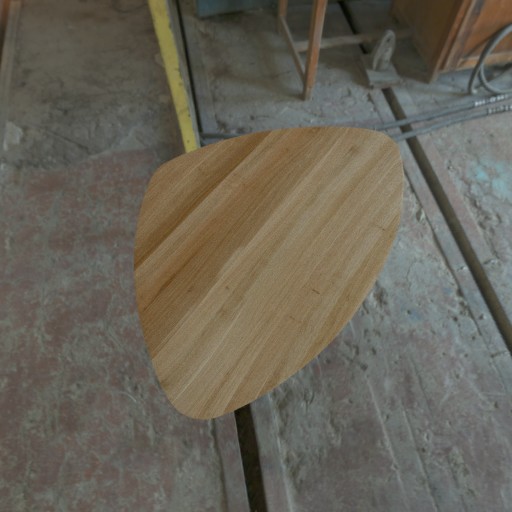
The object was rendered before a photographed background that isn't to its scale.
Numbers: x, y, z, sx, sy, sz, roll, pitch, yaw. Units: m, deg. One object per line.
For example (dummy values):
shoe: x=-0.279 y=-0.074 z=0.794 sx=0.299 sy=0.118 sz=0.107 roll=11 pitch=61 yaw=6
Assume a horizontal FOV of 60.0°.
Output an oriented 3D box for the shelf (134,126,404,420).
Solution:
shelf: x=0.000 y=0.000 z=1.685 sx=0.863 sy=0.439 sz=1.240 roll=30 pitch=64 yaw=16
